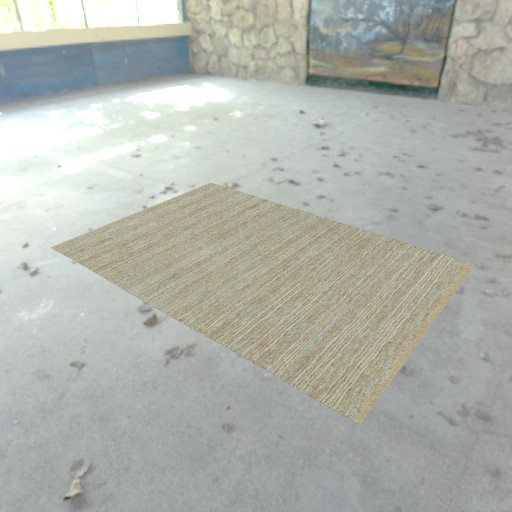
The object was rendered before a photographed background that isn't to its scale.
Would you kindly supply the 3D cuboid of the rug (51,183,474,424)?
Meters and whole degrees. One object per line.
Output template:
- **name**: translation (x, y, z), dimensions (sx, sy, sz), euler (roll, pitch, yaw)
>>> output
- **rug**: translation (0.000, 0.000, 2.302), dimensions (1.824, 0.010, 1.240), euler (22, 37, 33)
